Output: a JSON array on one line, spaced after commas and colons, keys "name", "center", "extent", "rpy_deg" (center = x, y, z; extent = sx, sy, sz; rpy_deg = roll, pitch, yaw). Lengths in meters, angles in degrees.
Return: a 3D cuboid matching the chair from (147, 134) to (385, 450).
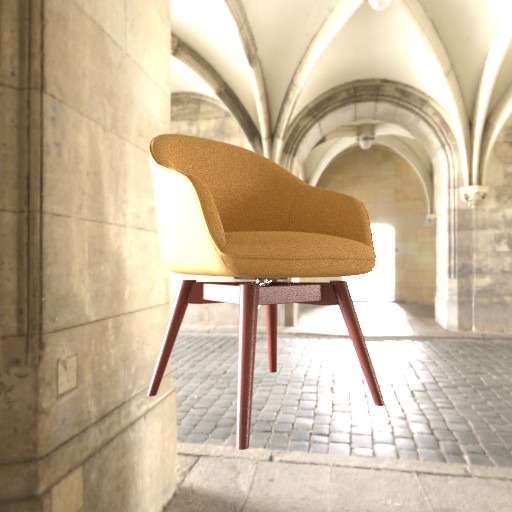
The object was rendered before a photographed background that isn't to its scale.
[{"name": "chair", "center": [0.000, 0.000, 1.293], "extent": [0.596, 0.823, 0.635], "rpy_deg": [1, -1, -37]}]
